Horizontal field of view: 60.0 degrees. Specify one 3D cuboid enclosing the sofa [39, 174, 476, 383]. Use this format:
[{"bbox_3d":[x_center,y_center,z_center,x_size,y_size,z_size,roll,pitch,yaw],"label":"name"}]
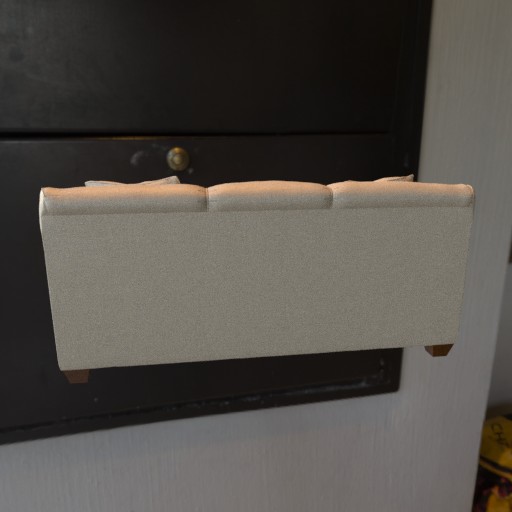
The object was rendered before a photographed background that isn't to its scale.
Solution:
[{"bbox_3d":[0.000,0.000,2.558,2.024,0.958,0.997,-2,15,-8],"label":"sofa"}]
